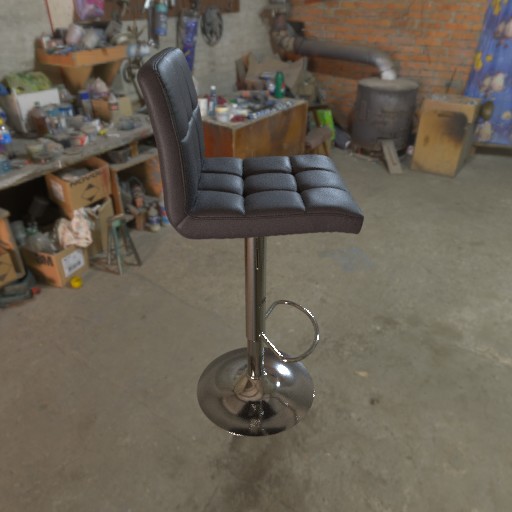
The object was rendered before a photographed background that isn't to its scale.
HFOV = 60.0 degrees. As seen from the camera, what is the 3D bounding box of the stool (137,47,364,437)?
[{"bbox_3d":[0.000,0.000,1.330,0.505,1.115,0.430,-1,30,-2],"label":"stool"}]
